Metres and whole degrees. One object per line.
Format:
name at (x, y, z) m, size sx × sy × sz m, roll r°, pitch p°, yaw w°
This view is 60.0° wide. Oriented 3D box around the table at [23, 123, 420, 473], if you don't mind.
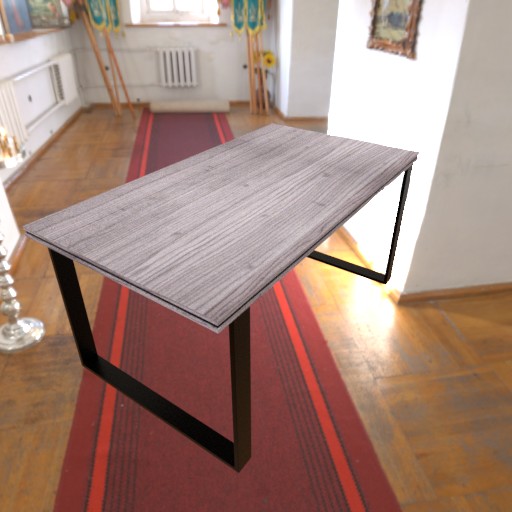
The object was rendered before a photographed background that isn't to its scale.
table at (0.000, 0.000, 2.072) m, size 0.881 × 0.736 × 1.579 m, roll 21°, pitch 38°, yaw 29°
